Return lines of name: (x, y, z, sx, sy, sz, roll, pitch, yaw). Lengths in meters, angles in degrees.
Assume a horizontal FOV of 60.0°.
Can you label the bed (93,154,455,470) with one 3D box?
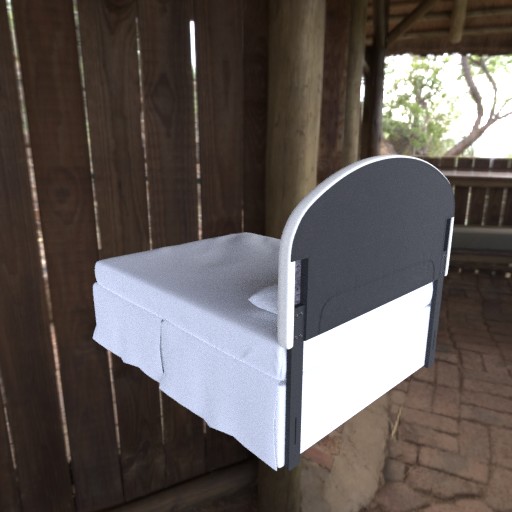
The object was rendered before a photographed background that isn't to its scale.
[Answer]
bed: (0.000, 0.000, 3.042, 1.607, 1.410, 2.005, -14, 20, -41)
